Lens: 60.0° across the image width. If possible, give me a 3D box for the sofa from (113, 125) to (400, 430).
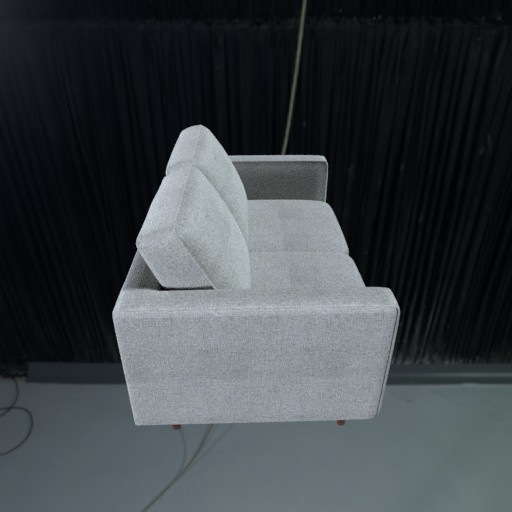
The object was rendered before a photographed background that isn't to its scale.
[{"bbox_3d":[0.000,0.000,2.200,0.969,0.973,1.527,-1,31,-2],"label":"sofa"}]
